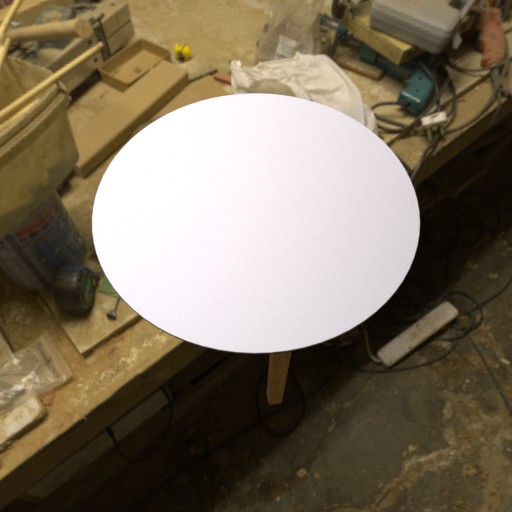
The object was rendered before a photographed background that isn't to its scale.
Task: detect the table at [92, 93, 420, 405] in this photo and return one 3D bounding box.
[{"bbox_3d":[0.000,0.000,0.997,0.600,0.405,0.600,0,58,0],"label":"table"}]
